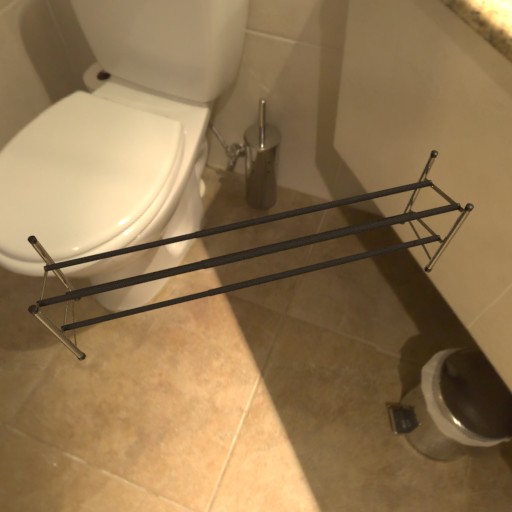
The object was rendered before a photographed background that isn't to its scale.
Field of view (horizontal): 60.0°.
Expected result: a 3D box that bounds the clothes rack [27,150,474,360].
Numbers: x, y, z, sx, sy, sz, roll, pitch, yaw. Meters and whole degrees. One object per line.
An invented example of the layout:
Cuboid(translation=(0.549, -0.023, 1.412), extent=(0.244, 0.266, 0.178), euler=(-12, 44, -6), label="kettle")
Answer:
Cuboid(translation=(0.000, 0.000, 1.318), extent=(1.168, 0.349, 0.229), euler=(-13, 60, -8), label="clothes rack")
